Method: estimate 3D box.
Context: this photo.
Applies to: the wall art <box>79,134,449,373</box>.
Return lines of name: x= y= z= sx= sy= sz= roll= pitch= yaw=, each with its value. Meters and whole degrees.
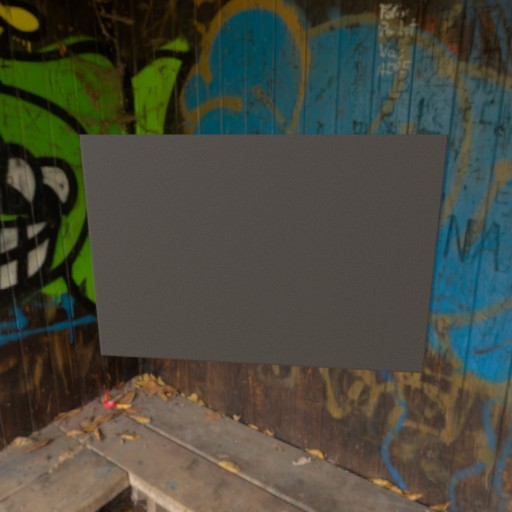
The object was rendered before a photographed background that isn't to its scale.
wall art: x=0.000 y=0.000 z=1.241 sx=0.958 sy=0.656 sz=0.026 roll=2 pitch=15 yaw=7
